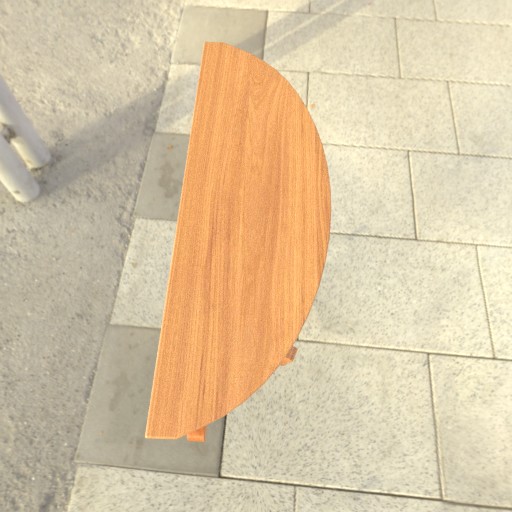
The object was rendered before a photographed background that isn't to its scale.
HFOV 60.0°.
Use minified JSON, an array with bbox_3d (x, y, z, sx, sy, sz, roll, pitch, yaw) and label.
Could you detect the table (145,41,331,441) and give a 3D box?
[{"bbox_3d":[0.000,0.000,1.475,0.394,0.692,1.198,2,63,1],"label":"table"}]
